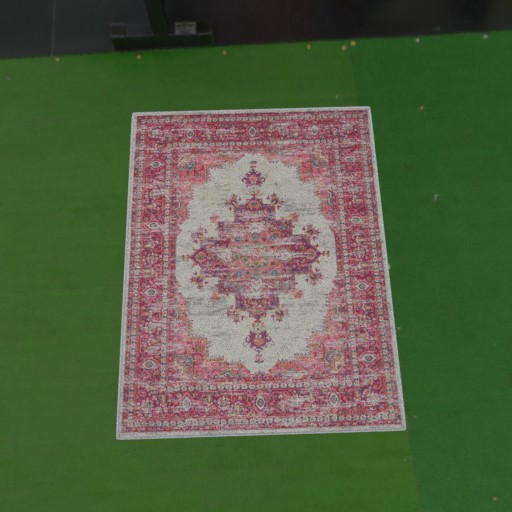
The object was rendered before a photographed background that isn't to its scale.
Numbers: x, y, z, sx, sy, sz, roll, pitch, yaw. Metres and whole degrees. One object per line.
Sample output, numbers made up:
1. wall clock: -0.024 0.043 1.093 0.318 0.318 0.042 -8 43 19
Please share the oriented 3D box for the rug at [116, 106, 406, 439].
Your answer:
1. rug: 0.000 0.000 4.137 2.447 0.017 3.123 -2 75 0
